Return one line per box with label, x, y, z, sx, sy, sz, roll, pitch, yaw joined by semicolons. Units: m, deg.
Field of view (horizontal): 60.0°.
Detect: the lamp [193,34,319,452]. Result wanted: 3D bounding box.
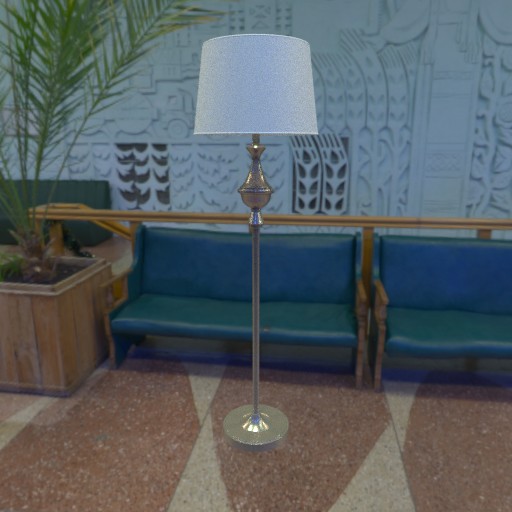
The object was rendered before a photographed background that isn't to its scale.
lamp;0.000;0.000;1.649;0.431;1.488;0.431;0;15;0
